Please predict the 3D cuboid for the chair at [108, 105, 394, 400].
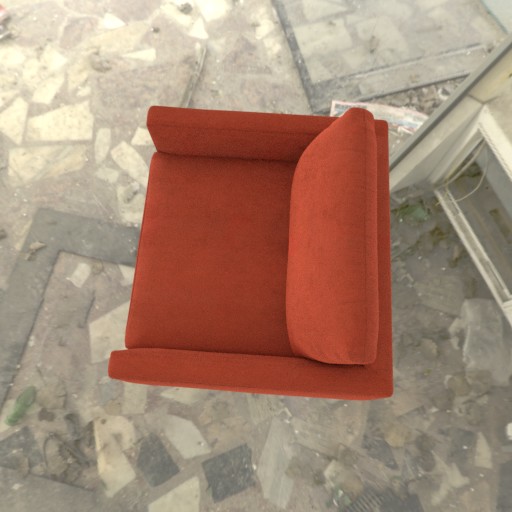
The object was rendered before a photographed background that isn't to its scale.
[{"bbox_3d":[0.000,0.000,1.634,0.875,0.812,0.964,4,74,1],"label":"chair"}]
